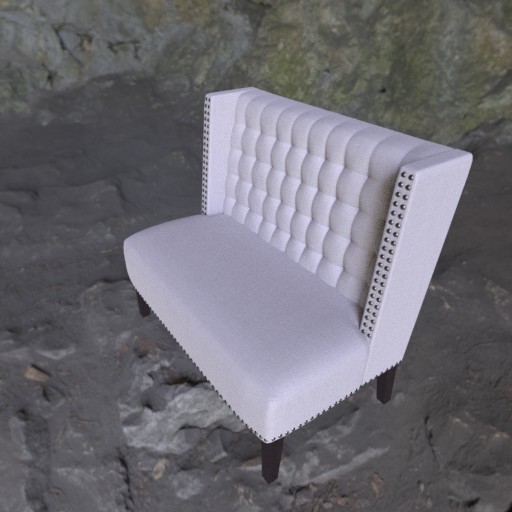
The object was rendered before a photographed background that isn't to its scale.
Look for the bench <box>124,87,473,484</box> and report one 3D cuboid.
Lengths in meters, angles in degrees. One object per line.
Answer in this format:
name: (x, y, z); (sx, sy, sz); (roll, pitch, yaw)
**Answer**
bench: (0.000, 0.000, 1.953); (0.847, 1.123, 1.280); (-21, 38, -29)
